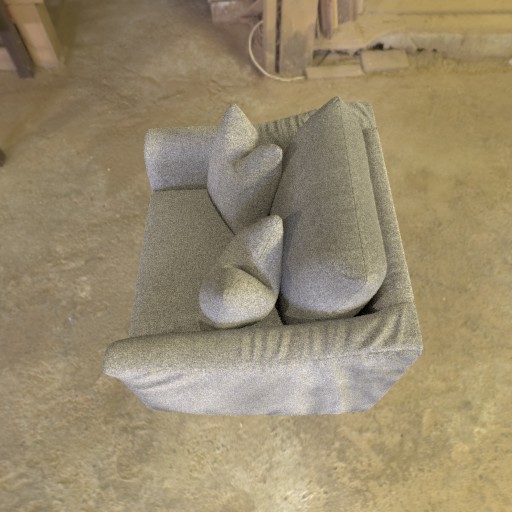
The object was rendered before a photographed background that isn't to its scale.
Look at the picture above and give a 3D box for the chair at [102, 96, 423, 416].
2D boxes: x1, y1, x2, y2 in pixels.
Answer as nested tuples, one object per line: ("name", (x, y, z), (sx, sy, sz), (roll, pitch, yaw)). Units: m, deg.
("chair", (0.000, 0.000, 1.982), (1.071, 1.059, 1.194), (0, 58, 0))
